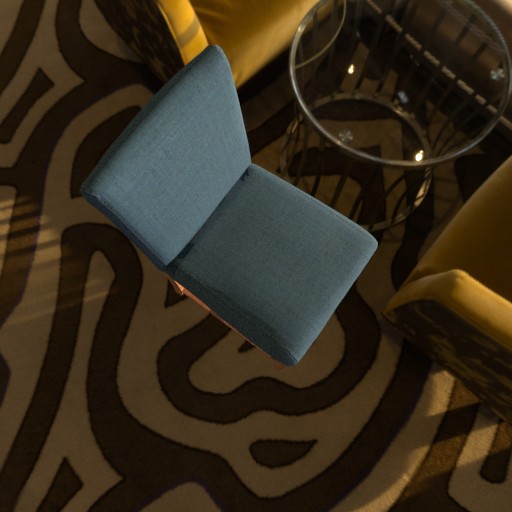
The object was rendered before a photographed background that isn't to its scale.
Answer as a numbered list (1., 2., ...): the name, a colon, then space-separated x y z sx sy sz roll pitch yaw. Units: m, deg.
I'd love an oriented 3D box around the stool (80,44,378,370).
1. stool: 0.000 0.000 1.376 0.574 1.088 0.454 35 77 9
